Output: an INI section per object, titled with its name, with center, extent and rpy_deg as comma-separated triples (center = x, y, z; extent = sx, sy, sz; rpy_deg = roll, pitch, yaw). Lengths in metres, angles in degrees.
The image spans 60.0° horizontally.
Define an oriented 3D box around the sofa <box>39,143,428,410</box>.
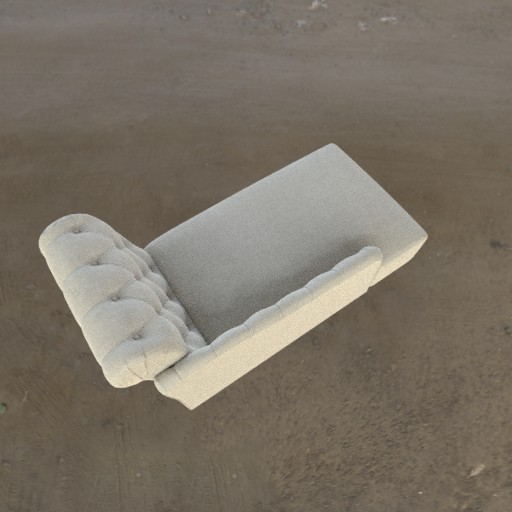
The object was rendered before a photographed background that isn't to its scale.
[sofa]
center = 0.000, 0.000, 1.845
extent = 1.379, 0.787, 0.675
rpy_deg = -31, 65, -16
